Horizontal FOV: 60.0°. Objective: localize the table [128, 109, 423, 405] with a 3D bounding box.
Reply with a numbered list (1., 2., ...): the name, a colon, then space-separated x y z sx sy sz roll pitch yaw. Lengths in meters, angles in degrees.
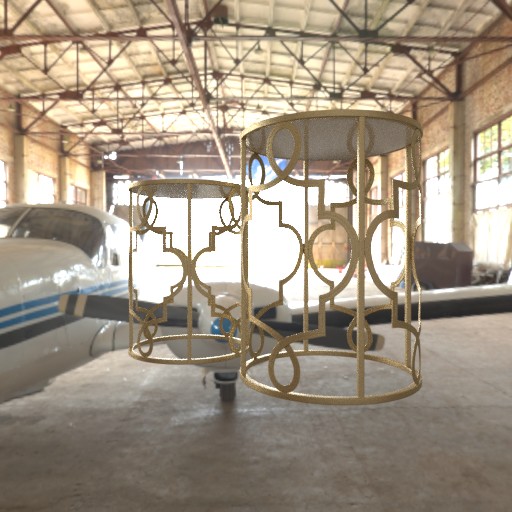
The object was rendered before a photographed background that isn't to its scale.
1. table: 0.000 0.000 1.180 0.846 0.564 0.420 0 1 36
